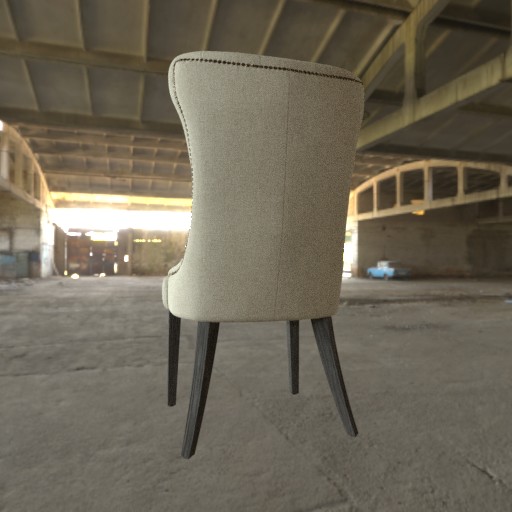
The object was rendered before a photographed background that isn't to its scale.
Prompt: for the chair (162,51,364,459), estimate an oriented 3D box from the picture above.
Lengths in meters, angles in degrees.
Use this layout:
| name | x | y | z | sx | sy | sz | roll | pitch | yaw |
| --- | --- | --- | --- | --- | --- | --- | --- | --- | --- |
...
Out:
| name | x | y | z | sx | sy | sz | roll | pitch | yaw |
| --- | --- | --- | --- | --- | --- | --- | --- | --- | --- |
| chair | 0.000 | 0.000 | 1.417 | 0.584 | 1.065 | 0.590 | 0 | 0 | -17 |
